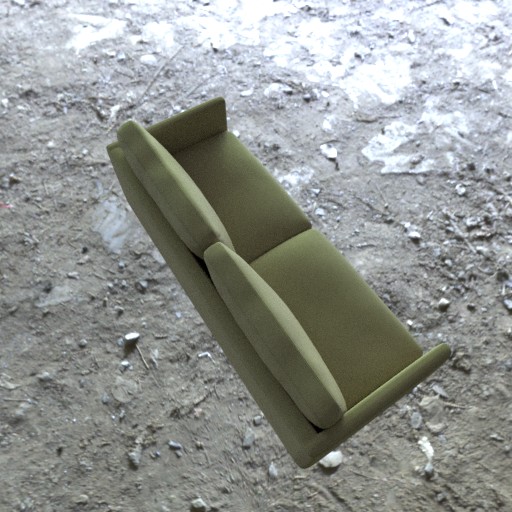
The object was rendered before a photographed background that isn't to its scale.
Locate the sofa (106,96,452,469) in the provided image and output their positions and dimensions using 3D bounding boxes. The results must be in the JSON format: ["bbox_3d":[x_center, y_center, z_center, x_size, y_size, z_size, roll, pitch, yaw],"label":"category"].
[{"bbox_3d":[0.000,0.000,2.909,0.988,0.912,2.404,-30,64,-16],"label":"sofa"}]
